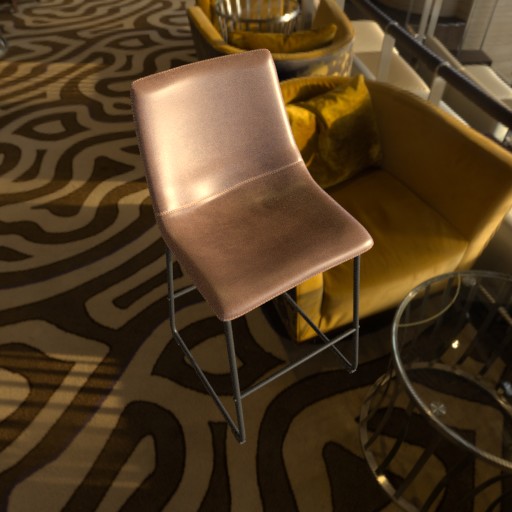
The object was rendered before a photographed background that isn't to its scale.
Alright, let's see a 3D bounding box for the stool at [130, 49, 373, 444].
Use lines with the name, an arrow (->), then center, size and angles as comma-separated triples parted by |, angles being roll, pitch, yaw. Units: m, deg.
stool -> 0.000, 0.000, 1.233 | 0.460, 0.890, 0.550 | -25, 51, -22
